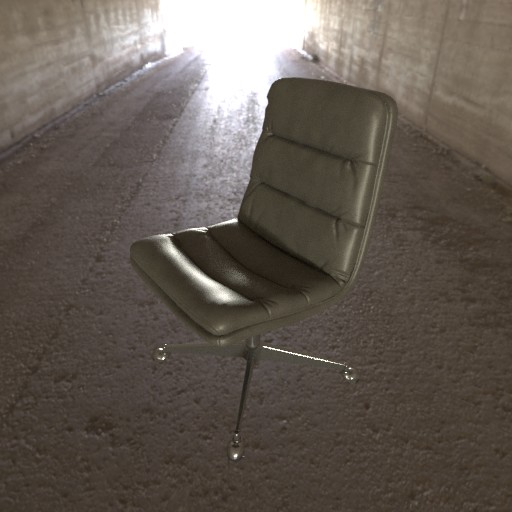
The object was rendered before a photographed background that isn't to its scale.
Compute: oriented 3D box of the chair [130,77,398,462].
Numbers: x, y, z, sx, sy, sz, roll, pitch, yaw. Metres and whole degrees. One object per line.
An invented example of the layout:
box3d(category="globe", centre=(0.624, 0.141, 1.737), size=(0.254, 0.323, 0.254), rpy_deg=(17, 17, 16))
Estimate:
box3d(category="chair", centre=(0.000, 0.000, 1.045), size=(0.485, 0.738, 0.422), rpy_deg=(-21, 37, -32))
